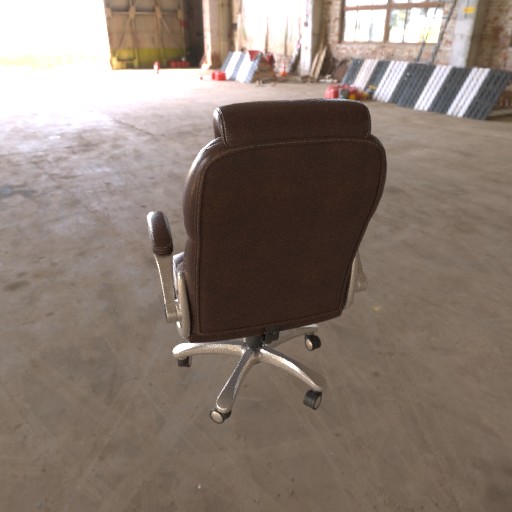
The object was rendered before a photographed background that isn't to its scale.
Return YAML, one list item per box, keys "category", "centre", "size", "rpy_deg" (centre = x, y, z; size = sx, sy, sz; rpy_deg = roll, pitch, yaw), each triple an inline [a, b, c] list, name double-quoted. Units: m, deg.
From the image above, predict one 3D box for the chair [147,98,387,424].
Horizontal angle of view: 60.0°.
- category: "chair"
  centre: [0.000, 0.000, 1.613]
  size: [0.733, 1.160, 0.774]
  rpy_deg: [-8, 28, -15]
